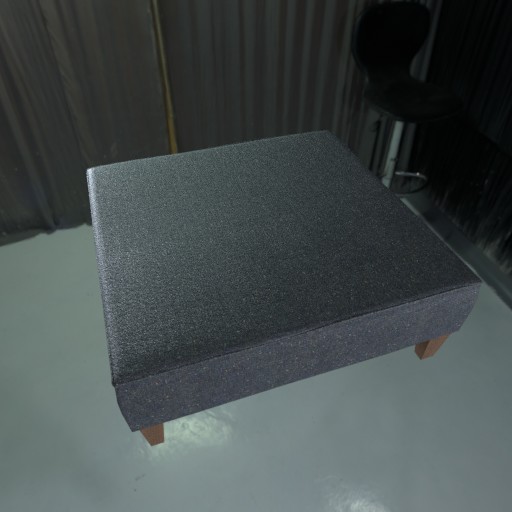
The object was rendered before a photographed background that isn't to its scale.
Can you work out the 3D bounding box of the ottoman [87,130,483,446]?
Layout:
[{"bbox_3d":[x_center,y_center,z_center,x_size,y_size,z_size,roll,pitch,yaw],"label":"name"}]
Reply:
[{"bbox_3d":[0.000,0.000,1.534,1.004,0.382,0.968,-13,44,-14],"label":"ottoman"}]
